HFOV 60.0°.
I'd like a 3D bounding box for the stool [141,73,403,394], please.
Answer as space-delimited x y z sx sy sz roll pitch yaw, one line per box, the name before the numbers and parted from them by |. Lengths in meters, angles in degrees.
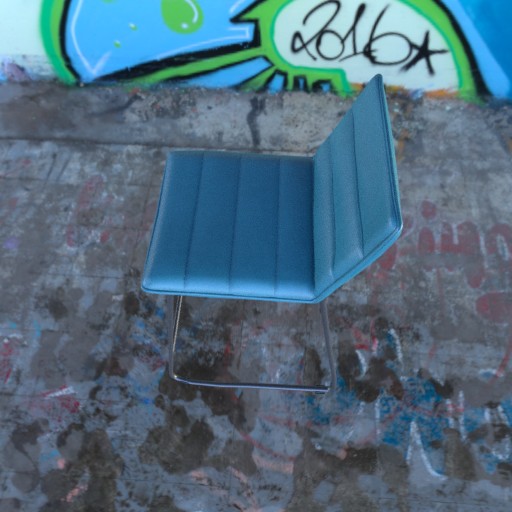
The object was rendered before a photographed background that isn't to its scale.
stool | 0.000 0.000 1.164 0.524 0.866 0.489 3 60 2
